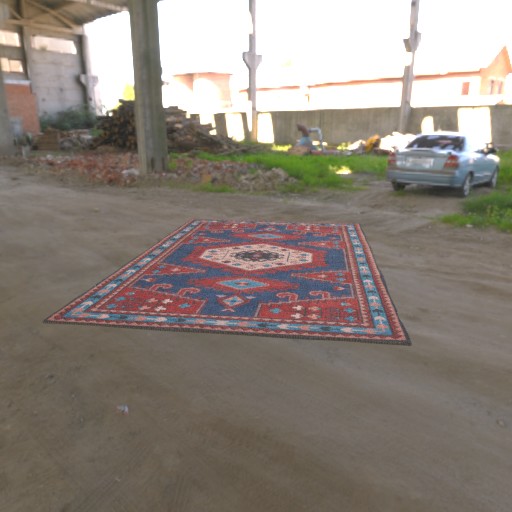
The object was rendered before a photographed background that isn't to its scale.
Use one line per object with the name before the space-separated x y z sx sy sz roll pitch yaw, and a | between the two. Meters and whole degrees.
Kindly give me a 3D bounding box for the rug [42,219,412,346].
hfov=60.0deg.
rug | 0.000 0.000 2.275 1.207 0.012 1.820 2 16 8
